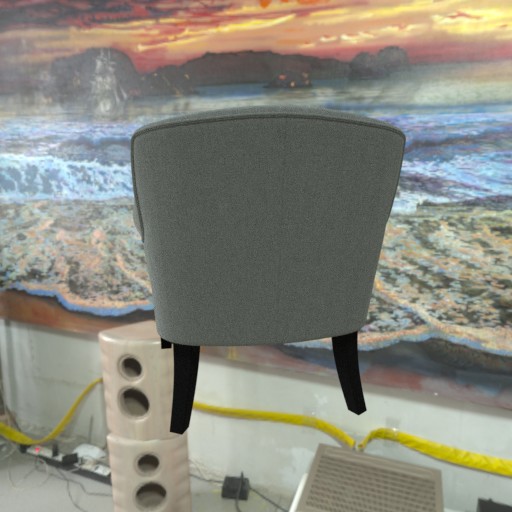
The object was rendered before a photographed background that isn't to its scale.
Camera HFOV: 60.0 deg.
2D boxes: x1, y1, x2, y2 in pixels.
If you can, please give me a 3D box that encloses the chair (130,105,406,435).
[{"bbox_3d":[0.000,0.000,1.464,0.772,0.880,0.755,-2,13,-10],"label":"chair"}]
